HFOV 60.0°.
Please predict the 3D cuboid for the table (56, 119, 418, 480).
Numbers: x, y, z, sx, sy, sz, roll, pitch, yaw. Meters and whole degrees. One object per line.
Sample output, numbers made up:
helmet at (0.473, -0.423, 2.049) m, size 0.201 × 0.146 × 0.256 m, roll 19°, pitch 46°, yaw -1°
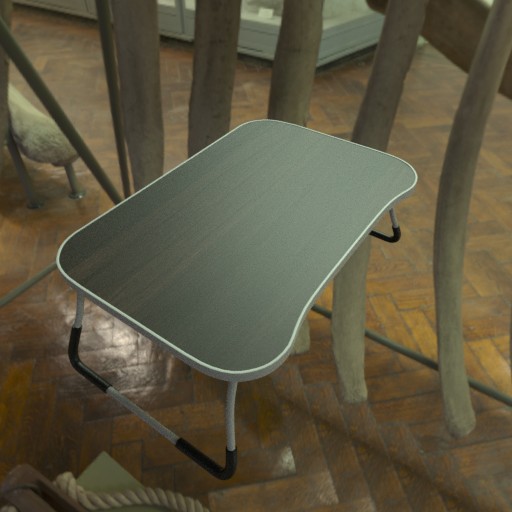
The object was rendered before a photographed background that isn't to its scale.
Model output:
table at (0.000, 0.000, 0.840) m, size 0.400 × 0.232 × 0.660 m, roll 26°, pitch 49°, yaw 25°
